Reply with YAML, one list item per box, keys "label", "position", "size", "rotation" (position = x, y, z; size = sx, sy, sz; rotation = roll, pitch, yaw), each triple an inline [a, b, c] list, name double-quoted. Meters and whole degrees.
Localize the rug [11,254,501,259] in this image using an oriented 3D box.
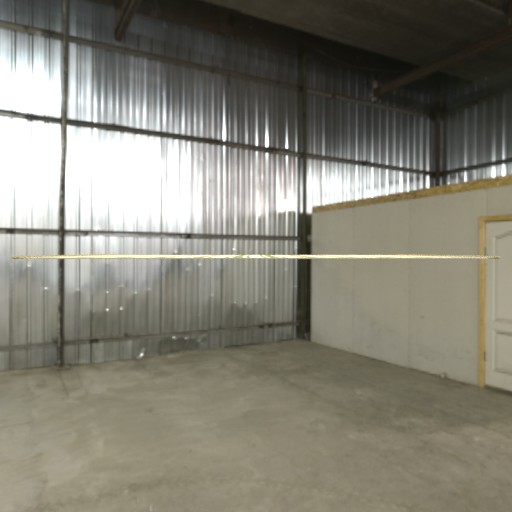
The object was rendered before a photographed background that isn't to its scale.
- label: "rug"
  position: [0.000, 0.000, 2.939]
  size: [2.435, 0.018, 1.540]
  rotation: [0, 1, 0]
